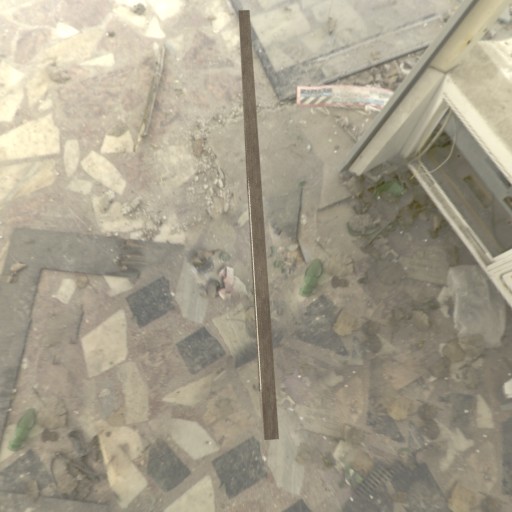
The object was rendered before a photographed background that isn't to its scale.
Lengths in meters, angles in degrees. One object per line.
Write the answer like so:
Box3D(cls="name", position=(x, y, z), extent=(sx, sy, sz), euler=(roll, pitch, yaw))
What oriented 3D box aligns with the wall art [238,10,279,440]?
Box3D(cls="wall art", position=(0.000, 0.000, 0.666), extent=(0.013, 0.457, 0.457), euler=(-3, 75, -1))
